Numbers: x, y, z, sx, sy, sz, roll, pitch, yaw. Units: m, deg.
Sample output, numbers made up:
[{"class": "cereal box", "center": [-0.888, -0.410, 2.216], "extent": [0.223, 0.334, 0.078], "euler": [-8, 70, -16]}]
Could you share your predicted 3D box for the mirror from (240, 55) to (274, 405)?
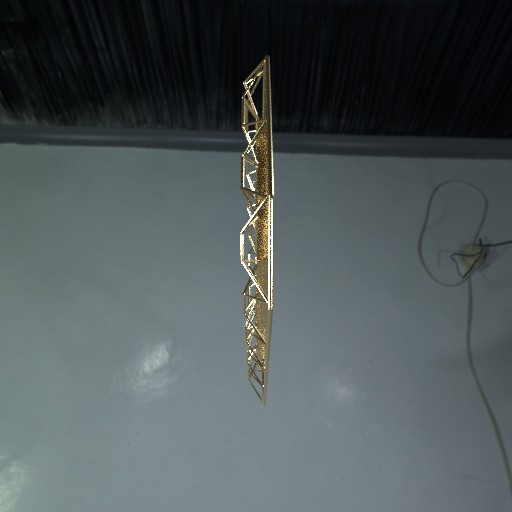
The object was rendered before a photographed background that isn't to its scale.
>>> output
[{"class": "mirror", "center": [0.000, 0.000, 1.086], "extent": [0.051, 0.870, 0.572], "euler": [0, 59, 0]}]
